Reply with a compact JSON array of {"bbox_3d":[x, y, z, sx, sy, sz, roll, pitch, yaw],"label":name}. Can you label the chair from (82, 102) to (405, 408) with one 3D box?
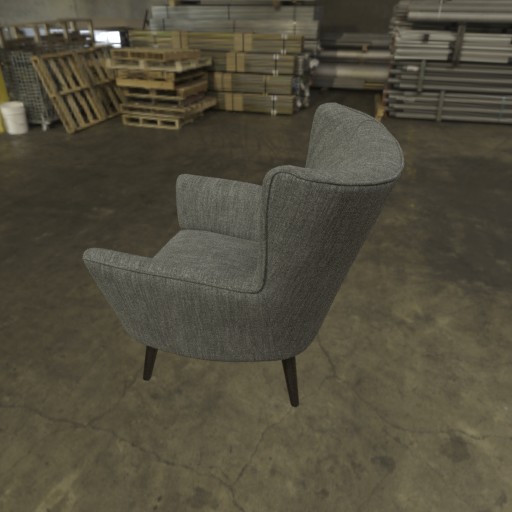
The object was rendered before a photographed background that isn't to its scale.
[{"bbox_3d":[0.000,0.000,1.575,0.888,0.933,0.781,8,31,14],"label":"chair"}]
